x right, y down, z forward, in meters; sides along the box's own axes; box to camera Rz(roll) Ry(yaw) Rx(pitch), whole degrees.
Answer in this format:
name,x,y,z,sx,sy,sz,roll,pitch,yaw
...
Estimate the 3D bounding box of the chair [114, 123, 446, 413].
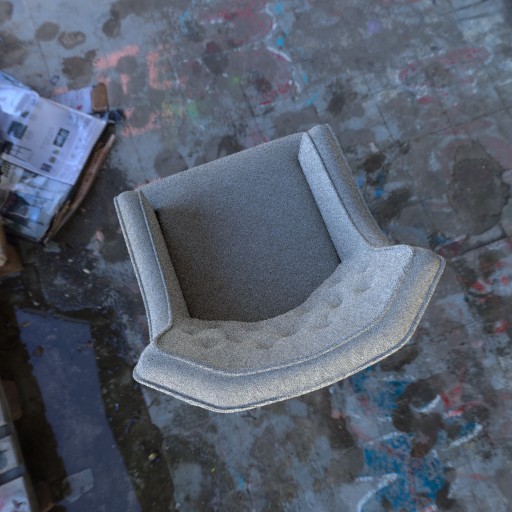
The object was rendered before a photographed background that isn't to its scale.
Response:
name,x,y,z,sx,sy,sz,roll,pitch,yaw
chair,0.000,0.000,1.618,0.820,0.920,0.910,-20,78,-4
